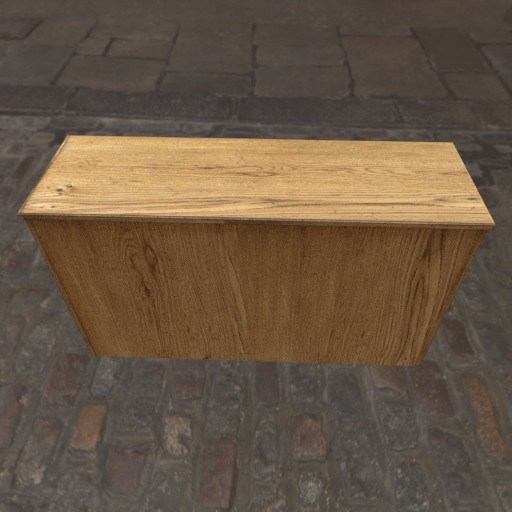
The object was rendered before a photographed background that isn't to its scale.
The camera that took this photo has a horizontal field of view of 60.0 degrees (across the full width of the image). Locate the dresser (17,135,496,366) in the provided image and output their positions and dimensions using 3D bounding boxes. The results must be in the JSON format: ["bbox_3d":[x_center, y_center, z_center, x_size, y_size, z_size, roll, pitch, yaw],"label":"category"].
[{"bbox_3d":[0.000,0.000,2.057,1.657,0.932,0.563,1,45,1],"label":"dresser"}]
